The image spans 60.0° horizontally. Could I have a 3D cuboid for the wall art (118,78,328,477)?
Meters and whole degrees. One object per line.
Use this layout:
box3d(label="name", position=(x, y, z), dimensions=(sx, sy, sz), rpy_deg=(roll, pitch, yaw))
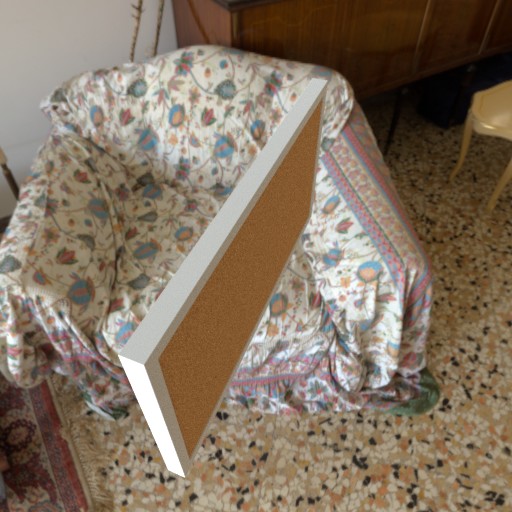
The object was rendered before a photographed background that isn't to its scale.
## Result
box3d(label="wall art", position=(0.000, 0.000, 0.958), dimensions=(0.038, 0.431, 0.812), rpy_deg=(17, 49, 15))
